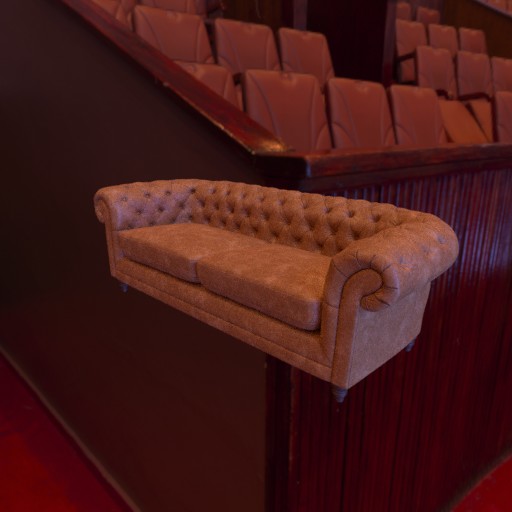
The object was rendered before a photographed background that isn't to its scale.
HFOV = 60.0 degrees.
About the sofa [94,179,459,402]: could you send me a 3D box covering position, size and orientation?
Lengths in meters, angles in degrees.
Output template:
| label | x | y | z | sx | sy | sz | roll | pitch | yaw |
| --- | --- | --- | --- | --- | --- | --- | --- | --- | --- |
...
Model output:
| label | x | y | z | sx | sy | sz | roll | pitch | yaw |
| --- | --- | --- | --- | --- | --- | --- | --- | --- | --- |
| sofa | 0.000 | 0.000 | 2.773 | 2.365 | 0.760 | 0.989 | 16 | 24 | 42 |
